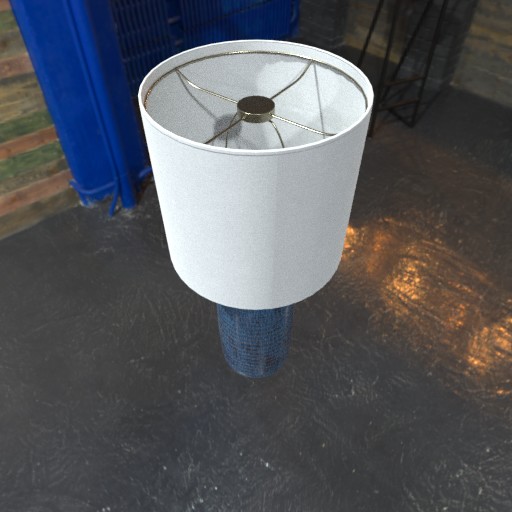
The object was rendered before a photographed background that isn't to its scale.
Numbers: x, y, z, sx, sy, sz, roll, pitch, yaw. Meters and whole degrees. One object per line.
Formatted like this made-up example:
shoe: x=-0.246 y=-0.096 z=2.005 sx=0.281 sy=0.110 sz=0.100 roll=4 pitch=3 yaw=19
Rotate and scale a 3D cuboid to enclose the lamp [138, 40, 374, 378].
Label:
lamp: x=0.000 y=0.000 z=0.595 sx=0.220 sy=0.475 sz=0.220 roll=-32 pitch=54 yaw=-26
